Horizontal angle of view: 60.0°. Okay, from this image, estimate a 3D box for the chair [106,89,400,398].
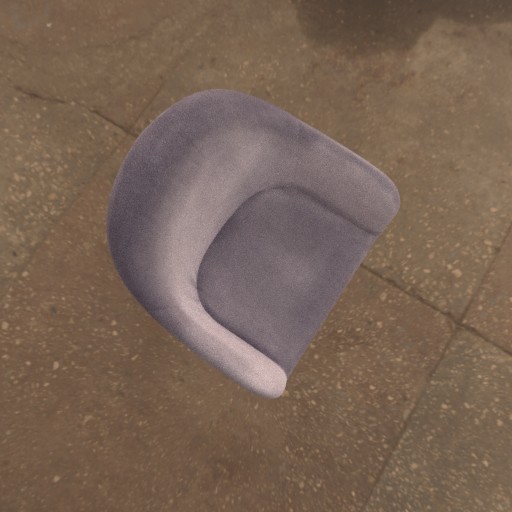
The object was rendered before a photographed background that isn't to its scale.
[{"bbox_3d":[0.000,0.000,1.174,0.540,0.780,0.570,33,78,8],"label":"chair"}]
